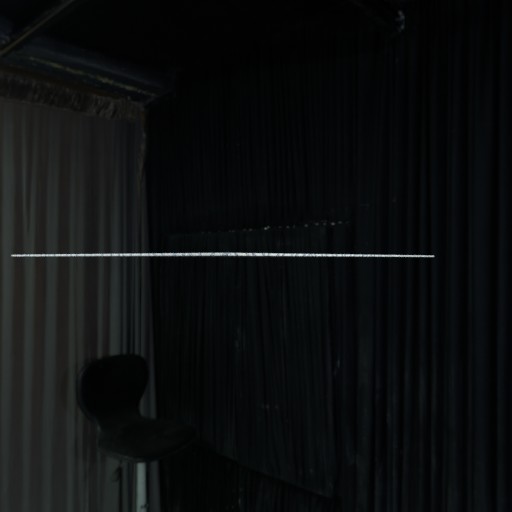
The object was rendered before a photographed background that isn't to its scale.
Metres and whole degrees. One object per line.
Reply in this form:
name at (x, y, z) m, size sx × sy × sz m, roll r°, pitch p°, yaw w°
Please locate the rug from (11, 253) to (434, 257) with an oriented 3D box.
rug at (0.000, 0.000, 2.233) m, size 1.220 × 0.008 × 1.824 m, roll 0°, pitch 0°, yaw 38°
